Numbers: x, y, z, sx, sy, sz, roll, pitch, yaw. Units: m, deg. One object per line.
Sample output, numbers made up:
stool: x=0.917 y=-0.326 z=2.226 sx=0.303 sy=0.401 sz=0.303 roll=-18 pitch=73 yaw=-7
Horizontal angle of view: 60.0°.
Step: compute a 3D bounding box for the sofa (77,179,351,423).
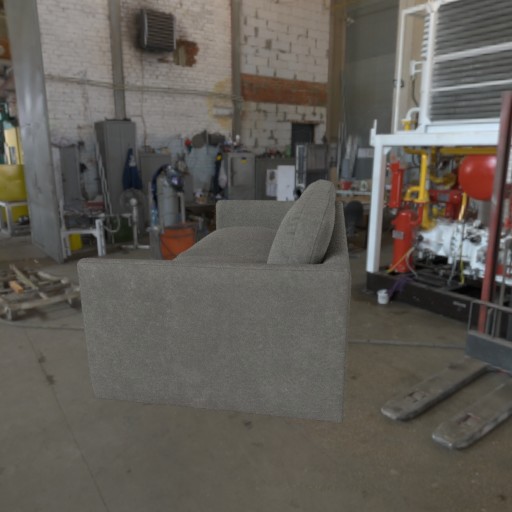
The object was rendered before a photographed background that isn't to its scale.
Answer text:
sofa: x=0.000 y=0.000 z=2.796 sx=1.092 sy=0.838 sz=2.257 roll=2 pitch=14 yaw=10
